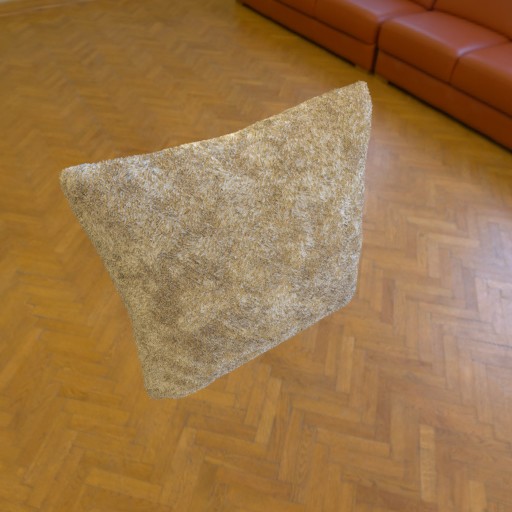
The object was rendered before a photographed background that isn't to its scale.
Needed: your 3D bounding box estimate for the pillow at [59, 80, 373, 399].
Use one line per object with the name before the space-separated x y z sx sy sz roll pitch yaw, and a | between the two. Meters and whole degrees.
pillow | 0.000 0.000 0.808 0.529 0.515 0.218 -25 52 -22
